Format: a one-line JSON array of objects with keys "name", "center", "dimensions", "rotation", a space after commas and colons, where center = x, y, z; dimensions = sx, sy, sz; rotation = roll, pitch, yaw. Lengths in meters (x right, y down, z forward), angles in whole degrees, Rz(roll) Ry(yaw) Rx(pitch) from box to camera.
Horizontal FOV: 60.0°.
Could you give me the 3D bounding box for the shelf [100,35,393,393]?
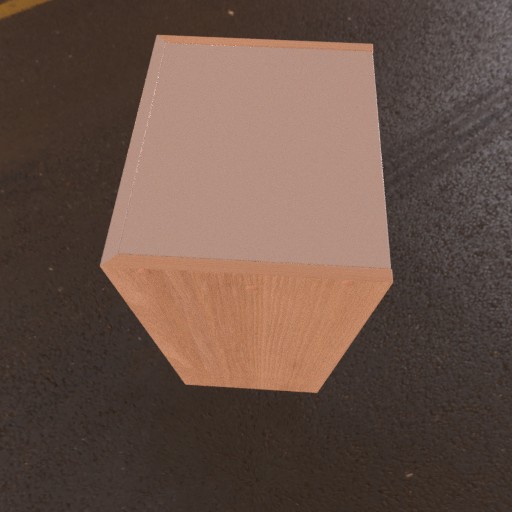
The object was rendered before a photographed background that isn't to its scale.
[{"name": "shelf", "center": [0.000, 0.000, 0.783], "dimensions": [0.290, 0.600, 0.350], "rotation": [3, 63, 2]}]
